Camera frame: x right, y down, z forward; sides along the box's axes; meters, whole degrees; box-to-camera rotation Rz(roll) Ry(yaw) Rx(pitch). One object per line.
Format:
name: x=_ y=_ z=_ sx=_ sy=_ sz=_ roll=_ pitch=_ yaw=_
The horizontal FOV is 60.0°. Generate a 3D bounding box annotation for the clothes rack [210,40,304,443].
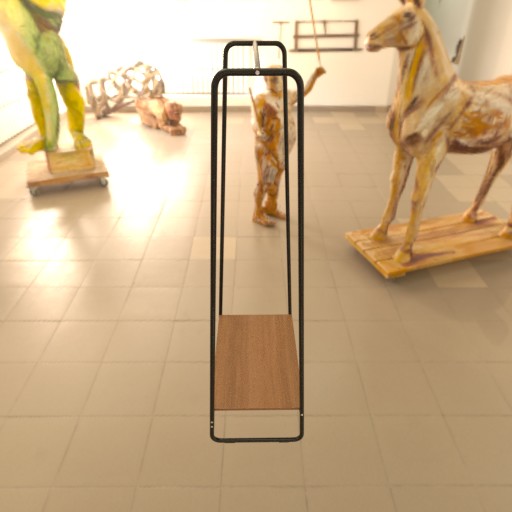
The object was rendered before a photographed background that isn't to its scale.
clothes rack: x=0.000 y=0.000 z=1.779 sx=0.400 sy=1.500 sz=0.640 roll=0 pitch=32 yaw=-1
